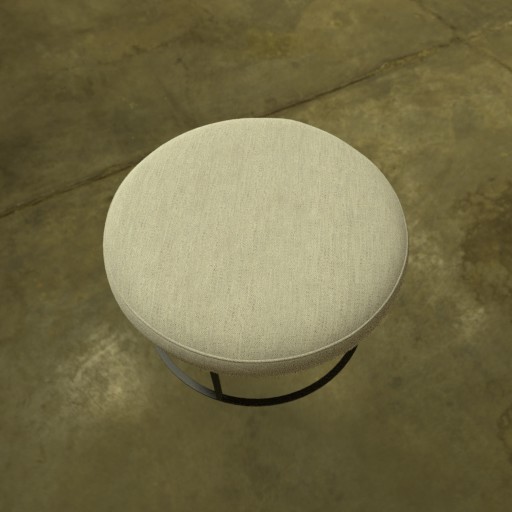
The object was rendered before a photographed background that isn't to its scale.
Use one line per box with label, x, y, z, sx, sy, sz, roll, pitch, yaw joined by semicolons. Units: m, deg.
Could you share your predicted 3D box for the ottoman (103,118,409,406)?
ottoman;0.000;0.000;1.247;0.769;0.459;0.769;0;56;0
